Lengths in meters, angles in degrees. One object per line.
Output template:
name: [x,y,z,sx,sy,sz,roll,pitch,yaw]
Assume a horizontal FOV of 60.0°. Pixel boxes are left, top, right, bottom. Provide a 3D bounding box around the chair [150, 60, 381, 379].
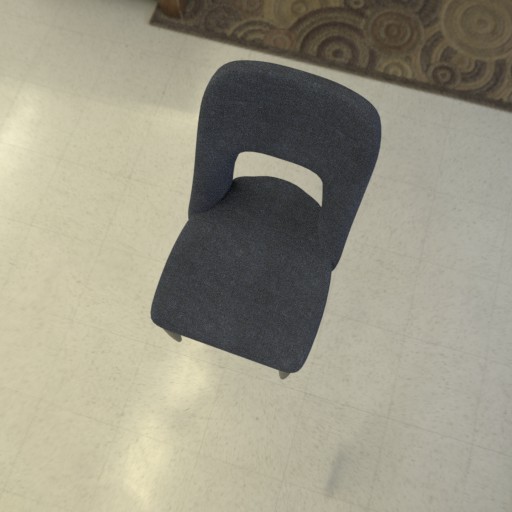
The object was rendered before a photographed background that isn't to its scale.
chair: [0.000,0.000,1.299,0.470,0.931,0.612,19,76,5]
